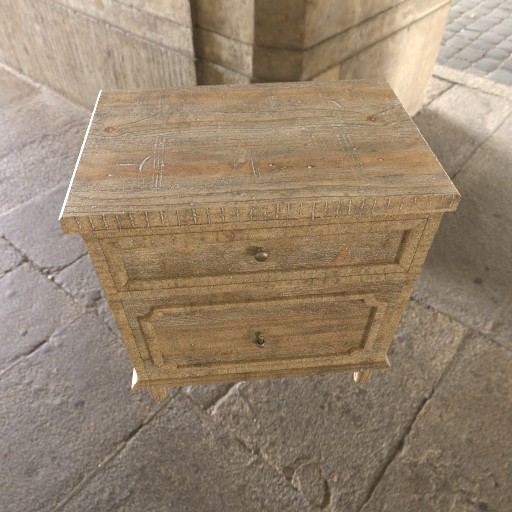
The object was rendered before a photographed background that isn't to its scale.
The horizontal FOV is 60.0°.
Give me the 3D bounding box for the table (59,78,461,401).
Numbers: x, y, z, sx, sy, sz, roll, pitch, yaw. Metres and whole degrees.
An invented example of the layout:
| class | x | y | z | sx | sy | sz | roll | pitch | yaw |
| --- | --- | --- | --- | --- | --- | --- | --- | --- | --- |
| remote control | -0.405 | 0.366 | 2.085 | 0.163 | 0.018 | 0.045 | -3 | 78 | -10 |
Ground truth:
| class | x | y | z | sx | sy | sz | roll | pitch | yaw |
| --- | --- | --- | --- | --- | --- | --- | --- | --- | --- |
| table | 0.000 | 0.000 | 1.151 | 0.686 | 0.711 | 0.457 | -4 | 47 | -3 |
